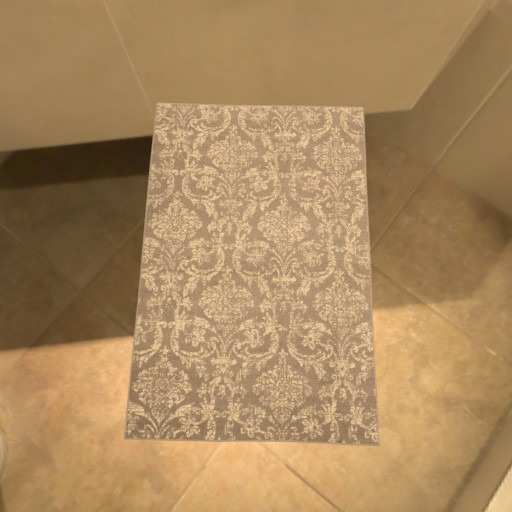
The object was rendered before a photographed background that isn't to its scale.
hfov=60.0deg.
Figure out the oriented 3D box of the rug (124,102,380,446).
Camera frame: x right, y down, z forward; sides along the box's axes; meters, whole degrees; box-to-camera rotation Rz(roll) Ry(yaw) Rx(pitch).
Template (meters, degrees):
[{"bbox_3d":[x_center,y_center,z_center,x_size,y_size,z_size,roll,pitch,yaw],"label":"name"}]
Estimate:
[{"bbox_3d":[0.000,0.000,3.508,1.819,0.018,2.746,1,74,0],"label":"rug"}]
